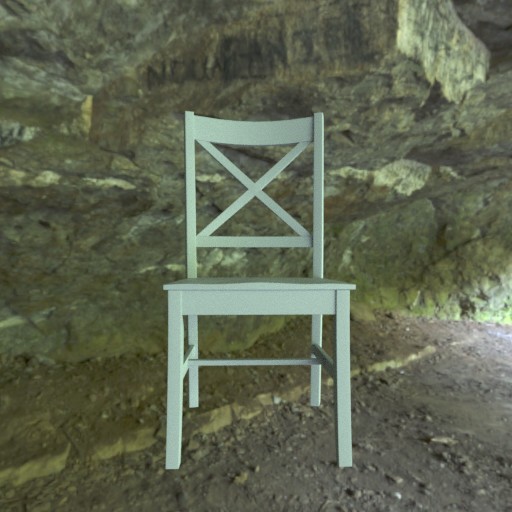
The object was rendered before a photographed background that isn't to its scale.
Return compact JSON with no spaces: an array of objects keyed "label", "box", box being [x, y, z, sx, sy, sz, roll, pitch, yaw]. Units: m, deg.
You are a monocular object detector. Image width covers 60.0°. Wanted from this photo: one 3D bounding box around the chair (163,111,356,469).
[{"label":"chair","box":[0.000,0.000,1.287,0.485,0.983,0.542,0,-1,-2]}]
